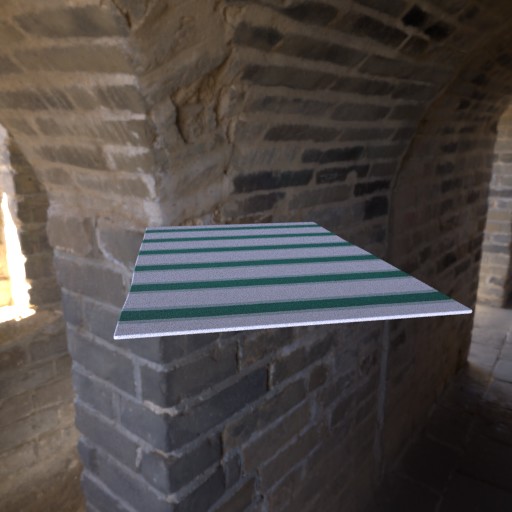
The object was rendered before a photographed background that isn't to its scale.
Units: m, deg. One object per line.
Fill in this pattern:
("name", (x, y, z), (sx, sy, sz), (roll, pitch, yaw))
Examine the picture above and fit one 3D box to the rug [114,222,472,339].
("rug", (0.000, 0.000, 2.315), (1.210, 0.012, 1.829), (-3, 14, -10))
